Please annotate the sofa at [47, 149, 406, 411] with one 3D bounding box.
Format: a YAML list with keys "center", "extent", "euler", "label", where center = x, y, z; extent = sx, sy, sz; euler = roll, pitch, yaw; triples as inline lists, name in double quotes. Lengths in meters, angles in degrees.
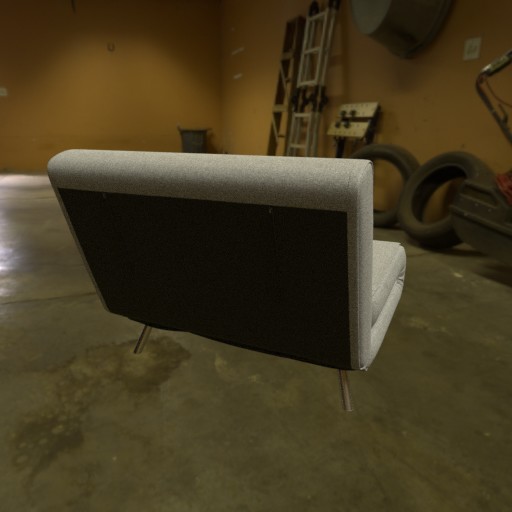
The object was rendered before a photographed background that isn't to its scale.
- center: [0.000, 0.000, 1.720]
  extent: [1.020, 0.825, 1.000]
  euler: [8, 19, 24]
  label: "sofa"
